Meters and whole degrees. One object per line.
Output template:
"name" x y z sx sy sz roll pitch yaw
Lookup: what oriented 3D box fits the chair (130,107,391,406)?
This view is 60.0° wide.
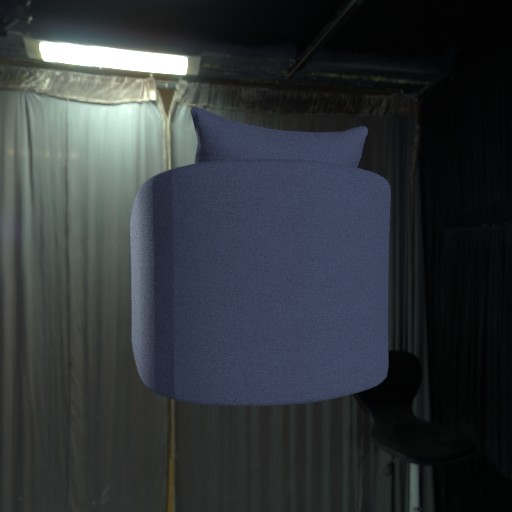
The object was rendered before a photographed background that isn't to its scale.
"chair" 0.000 0.000 1.594 0.845 0.848 0.910 0 0 -18
